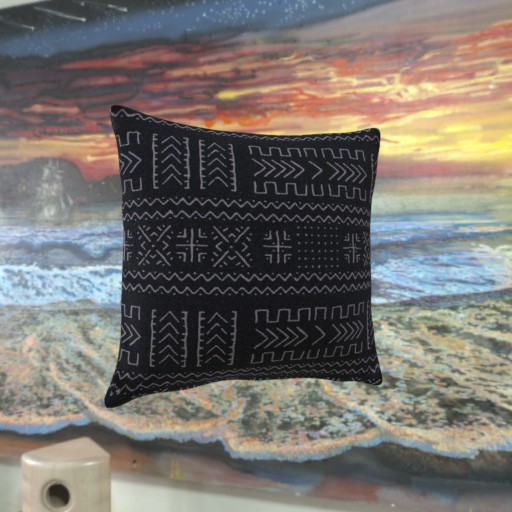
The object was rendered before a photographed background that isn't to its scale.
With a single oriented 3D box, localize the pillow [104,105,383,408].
[{"bbox_3d":[0.000,0.000,0.677,0.438,0.430,0.164,0,0,-17],"label":"pillow"}]
